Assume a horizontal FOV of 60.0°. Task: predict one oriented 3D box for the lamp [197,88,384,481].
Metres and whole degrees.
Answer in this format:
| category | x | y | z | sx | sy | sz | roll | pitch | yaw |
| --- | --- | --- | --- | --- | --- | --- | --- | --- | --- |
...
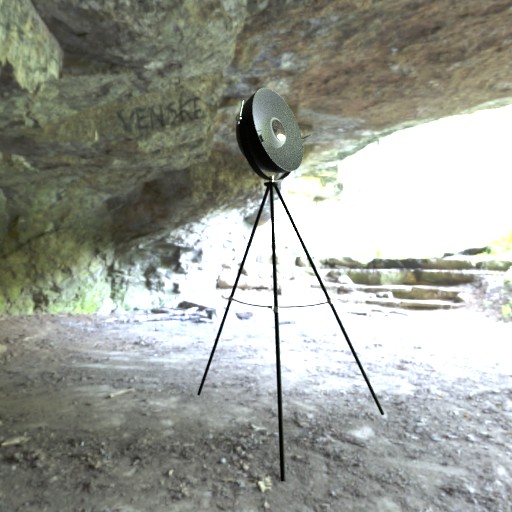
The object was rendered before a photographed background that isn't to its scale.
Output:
| category | x | y | z | sx | sy | sz | roll | pitch | yaw |
| --- | --- | --- | --- | --- | --- | --- | --- | --- | --- |
| lamp | 0.000 | 0.000 | 2.055 | 0.920 | 1.512 | 0.817 | 0 | 0 | 37 |
